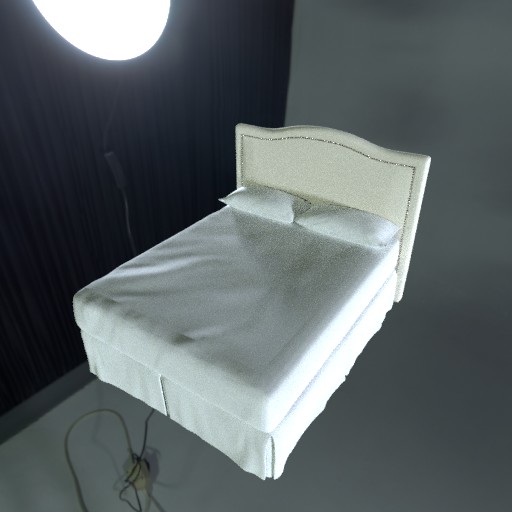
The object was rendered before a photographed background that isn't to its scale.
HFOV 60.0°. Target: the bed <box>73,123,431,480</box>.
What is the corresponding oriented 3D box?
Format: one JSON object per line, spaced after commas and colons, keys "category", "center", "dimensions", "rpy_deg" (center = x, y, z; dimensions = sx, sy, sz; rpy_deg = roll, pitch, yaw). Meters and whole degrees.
{"category": "bed", "center": [0.000, 0.000, 3.293], "dimensions": [1.753, 1.460, 2.143], "rpy_deg": [19, 36, 29]}
